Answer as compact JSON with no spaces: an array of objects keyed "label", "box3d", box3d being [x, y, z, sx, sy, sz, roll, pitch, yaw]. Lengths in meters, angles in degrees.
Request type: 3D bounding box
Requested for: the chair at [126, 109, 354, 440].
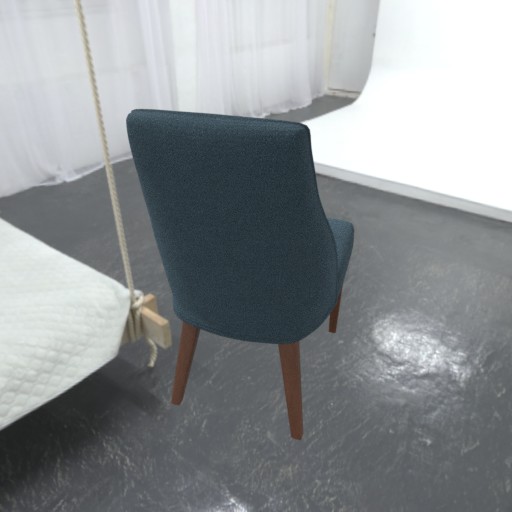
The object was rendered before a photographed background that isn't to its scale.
[{"label":"chair","box3d":[0.000,0.000,1.290,0.500,0.930,0.620,10,32,16]}]
